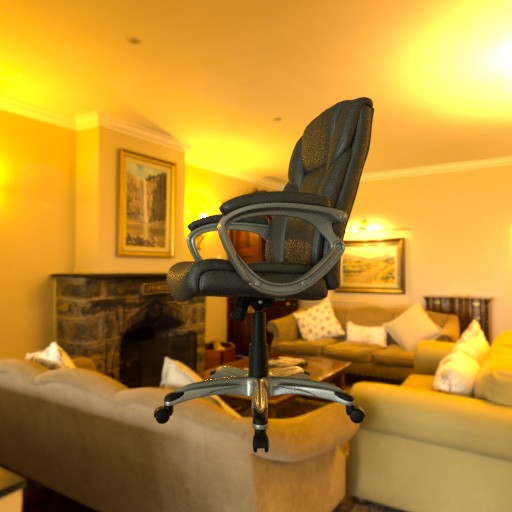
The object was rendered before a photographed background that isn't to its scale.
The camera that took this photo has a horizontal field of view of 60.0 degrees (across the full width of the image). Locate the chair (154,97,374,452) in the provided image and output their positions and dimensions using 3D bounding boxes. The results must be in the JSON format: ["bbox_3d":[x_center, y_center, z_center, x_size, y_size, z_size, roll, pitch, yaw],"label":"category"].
[{"bbox_3d":[0.000,0.000,1.614,0.719,1.130,0.721,0,-2,-17],"label":"chair"}]
